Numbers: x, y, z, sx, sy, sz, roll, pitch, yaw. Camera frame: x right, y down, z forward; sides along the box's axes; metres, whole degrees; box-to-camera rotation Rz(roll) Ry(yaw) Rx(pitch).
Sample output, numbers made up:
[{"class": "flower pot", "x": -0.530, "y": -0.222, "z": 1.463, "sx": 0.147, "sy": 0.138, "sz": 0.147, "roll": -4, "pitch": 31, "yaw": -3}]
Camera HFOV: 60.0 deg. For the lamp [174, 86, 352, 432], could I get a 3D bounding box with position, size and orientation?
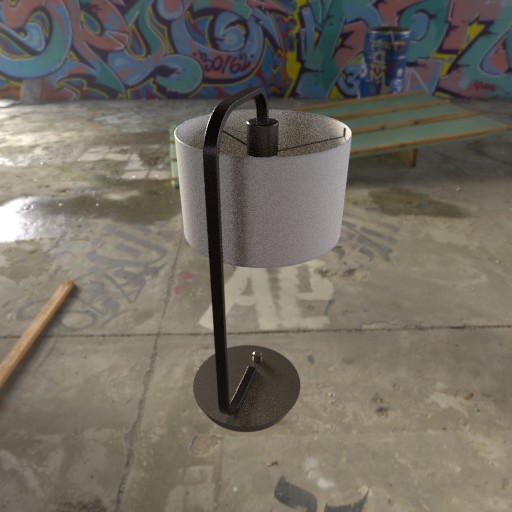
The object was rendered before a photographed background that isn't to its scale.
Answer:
[{"class": "lamp", "x": 0.000, "y": 0.000, "z": 0.651, "sx": 0.230, "sy": 0.473, "sz": 0.288, "roll": 10, "pitch": 32, "yaw": 16}]
